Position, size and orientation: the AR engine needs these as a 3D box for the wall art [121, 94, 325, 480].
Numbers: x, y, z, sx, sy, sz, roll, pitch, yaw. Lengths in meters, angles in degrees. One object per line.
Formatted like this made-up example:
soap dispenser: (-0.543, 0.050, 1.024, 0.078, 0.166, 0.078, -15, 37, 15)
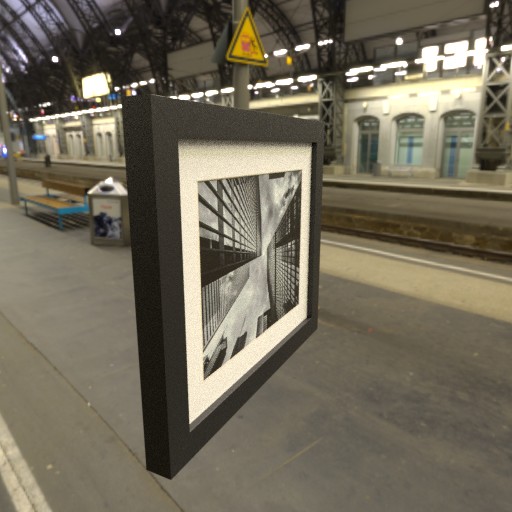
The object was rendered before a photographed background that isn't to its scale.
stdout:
wall art: (0.000, 0.000, 0.523, 0.028, 0.321, 0.381, 7, 15, 26)
